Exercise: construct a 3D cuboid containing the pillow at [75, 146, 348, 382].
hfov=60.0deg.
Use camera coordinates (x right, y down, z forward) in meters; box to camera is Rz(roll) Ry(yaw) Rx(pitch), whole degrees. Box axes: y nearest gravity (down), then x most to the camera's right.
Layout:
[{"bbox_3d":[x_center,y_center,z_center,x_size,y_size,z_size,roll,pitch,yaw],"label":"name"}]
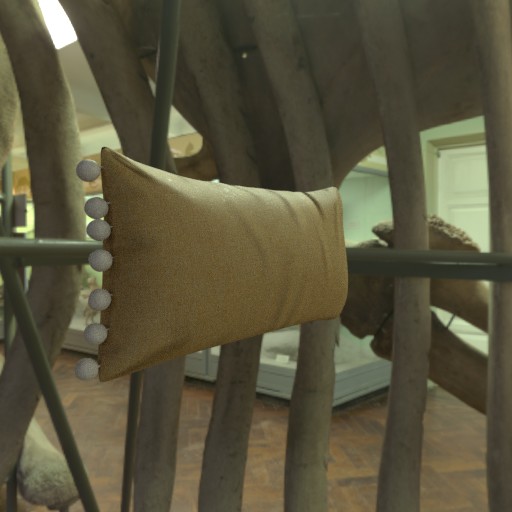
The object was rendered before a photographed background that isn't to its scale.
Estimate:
[{"bbox_3d":[0.000,0.000,0.824,0.201,0.322,0.709,1,2,37],"label":"pillow"}]
